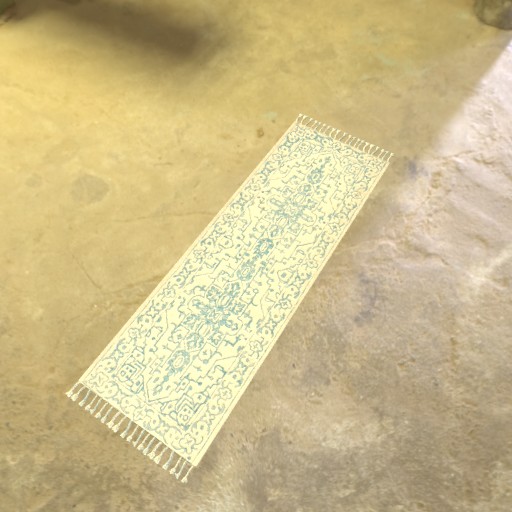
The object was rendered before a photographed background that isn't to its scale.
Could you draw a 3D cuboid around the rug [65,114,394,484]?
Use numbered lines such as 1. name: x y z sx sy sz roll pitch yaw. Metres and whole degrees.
1. rug: 0.000 0.000 2.691 0.774 0.011 2.449 29 64 16
